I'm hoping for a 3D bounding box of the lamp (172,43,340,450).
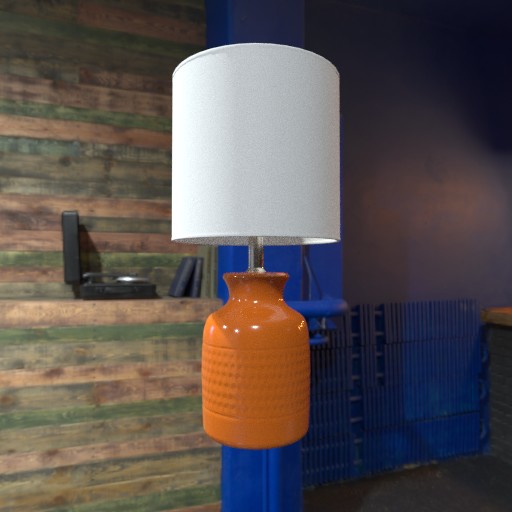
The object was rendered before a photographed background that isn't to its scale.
[{"bbox_3d":[0.000,0.000,1.116,0.418,0.871,0.418,0,-1,-18],"label":"lamp"}]
